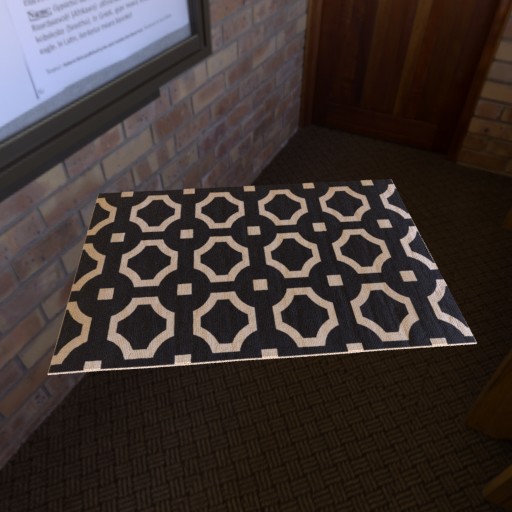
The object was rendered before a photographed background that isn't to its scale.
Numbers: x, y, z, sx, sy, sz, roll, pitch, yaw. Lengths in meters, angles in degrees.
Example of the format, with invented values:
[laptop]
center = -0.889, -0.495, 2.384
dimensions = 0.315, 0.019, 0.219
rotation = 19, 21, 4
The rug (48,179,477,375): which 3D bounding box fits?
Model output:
[rug]
center = 0.000, 0.000, 2.899
dimensions = 2.286, 0.016, 1.555
rotation = -3, 45, -3
